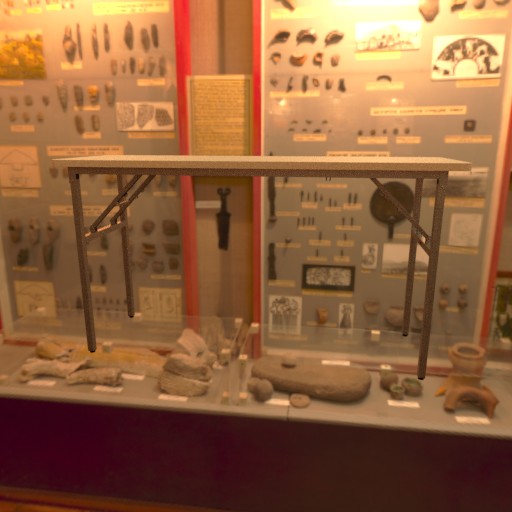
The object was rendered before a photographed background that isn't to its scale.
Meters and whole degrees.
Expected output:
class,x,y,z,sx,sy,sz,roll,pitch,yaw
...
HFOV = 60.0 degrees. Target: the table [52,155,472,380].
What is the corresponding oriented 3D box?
class,x,y,z,sx,sy,sz,roll,pitch,yaw
table,0.000,0.000,1.741,1.397,0.750,0.446,2,15,9
